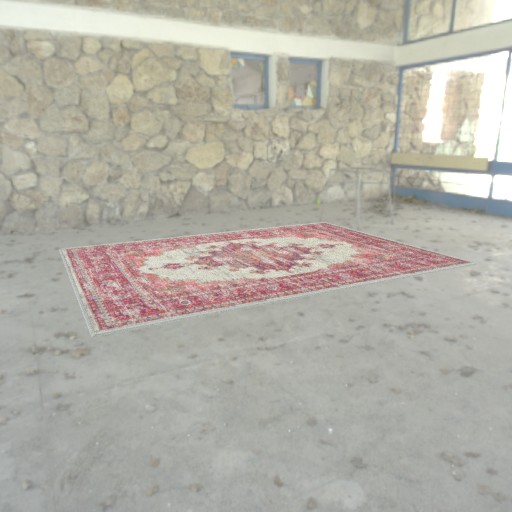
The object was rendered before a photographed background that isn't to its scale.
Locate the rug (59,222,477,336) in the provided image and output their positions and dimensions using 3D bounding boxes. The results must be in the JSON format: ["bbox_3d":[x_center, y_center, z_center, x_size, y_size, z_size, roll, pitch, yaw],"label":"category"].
[{"bbox_3d":[0.000,0.000,2.244,1.747,0.011,1.217,-8,16,-27],"label":"rug"}]
